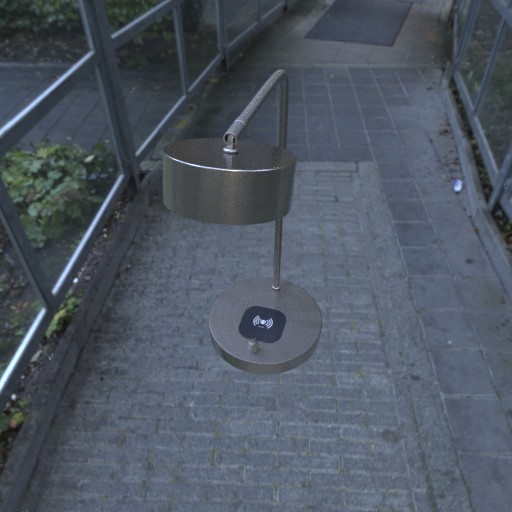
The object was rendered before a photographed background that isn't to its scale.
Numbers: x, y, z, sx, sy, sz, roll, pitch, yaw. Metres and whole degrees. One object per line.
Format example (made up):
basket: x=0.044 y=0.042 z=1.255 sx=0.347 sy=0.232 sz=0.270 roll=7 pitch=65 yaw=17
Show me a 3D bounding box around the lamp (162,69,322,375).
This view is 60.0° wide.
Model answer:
lamp: x=0.000 y=0.000 z=0.648 sx=0.211 sy=0.469 sz=0.334 roll=11 pitch=43 yaw=12
